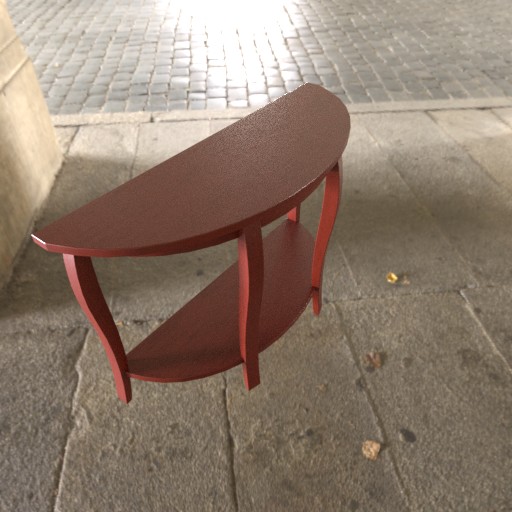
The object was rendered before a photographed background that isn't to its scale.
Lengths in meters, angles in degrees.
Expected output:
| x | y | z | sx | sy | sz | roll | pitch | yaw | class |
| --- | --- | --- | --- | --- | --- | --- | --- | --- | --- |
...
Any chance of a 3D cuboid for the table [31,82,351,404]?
| x | y | z | sx | sy | sz | roll | pitch | yaw | class |
| --- | --- | --- | --- | --- | --- | --- | --- | --- | --- |
| 0.000 | 0.000 | 1.572 | 0.405 | 0.779 | 1.219 | 27 | 48 | 27 | table |
